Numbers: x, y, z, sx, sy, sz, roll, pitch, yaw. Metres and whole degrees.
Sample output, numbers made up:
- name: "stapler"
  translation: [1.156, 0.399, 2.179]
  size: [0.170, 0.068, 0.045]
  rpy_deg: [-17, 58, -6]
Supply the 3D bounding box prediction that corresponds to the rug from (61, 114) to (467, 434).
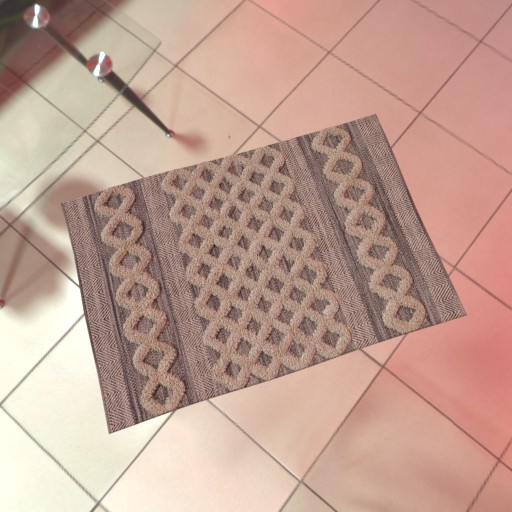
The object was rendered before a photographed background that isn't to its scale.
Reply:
- name: "rug"
  translation: [0.000, 0.000, 2.290]
  size: [1.823, 0.030, 1.222]
  rpy_deg: [-17, 74, -5]
